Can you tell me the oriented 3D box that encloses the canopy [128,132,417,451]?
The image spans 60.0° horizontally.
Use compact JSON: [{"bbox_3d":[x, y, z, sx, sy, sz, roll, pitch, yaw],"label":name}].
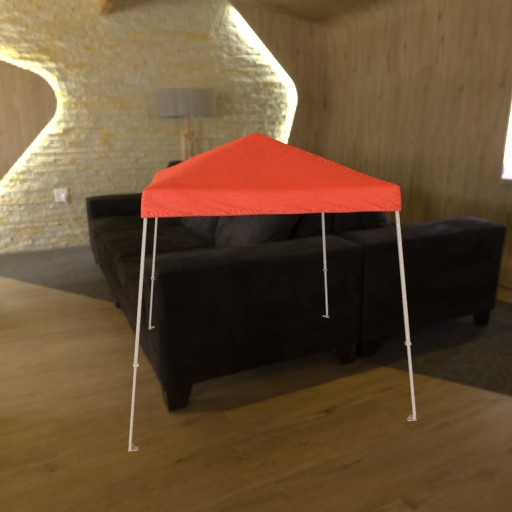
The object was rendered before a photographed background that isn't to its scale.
[{"bbox_3d":[0.000,0.000,5.291,2.849,2.850,2.850,-2,15,-9],"label":"canopy"}]
